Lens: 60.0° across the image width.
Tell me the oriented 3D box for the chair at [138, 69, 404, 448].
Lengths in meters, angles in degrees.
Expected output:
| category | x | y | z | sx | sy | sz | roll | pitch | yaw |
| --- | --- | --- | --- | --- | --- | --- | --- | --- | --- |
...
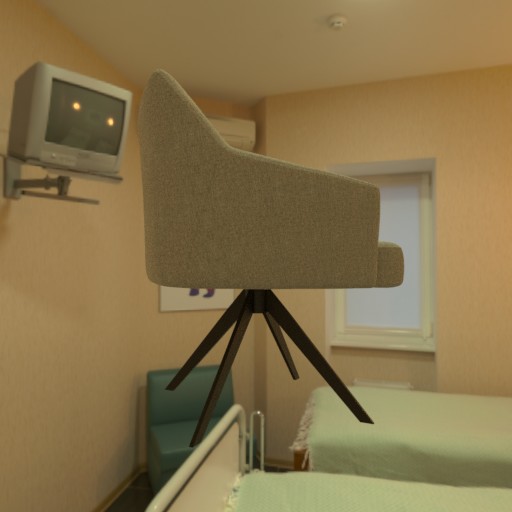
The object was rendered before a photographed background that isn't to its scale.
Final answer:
| category | x | y | z | sx | sy | sz | roll | pitch | yaw |
| --- | --- | --- | --- | --- | --- | --- | --- | --- | --- |
| chair | 0.000 | 0.000 | 1.313 | 0.677 | 0.874 | 0.642 | 0 | -1 | -18 |
